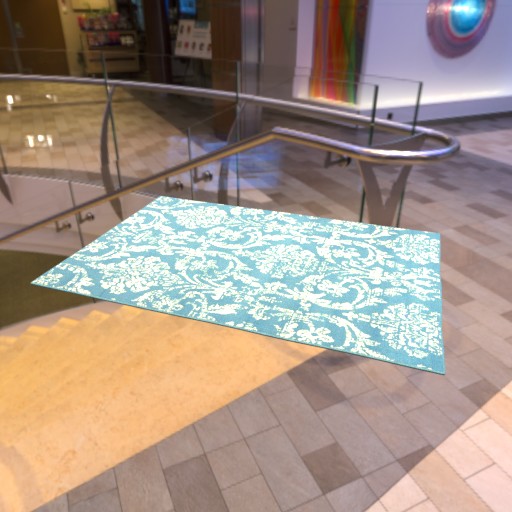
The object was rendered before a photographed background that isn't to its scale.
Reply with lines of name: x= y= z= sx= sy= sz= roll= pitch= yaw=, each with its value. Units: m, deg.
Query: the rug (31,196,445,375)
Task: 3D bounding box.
rug: x=0.000 y=0.000 z=2.325 sx=1.833 sy=0.012 sz=1.211 roll=9 pitch=30 yaw=17
